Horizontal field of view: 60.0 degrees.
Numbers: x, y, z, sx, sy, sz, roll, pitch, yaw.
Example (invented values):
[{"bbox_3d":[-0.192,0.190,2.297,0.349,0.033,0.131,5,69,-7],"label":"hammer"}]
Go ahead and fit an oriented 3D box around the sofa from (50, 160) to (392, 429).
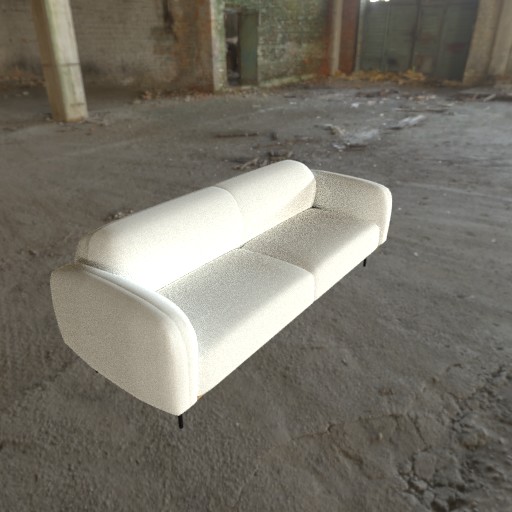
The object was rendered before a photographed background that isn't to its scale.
[{"bbox_3d":[0.000,0.000,2.728,0.870,0.780,2.280,18,32,32],"label":"sofa"}]
